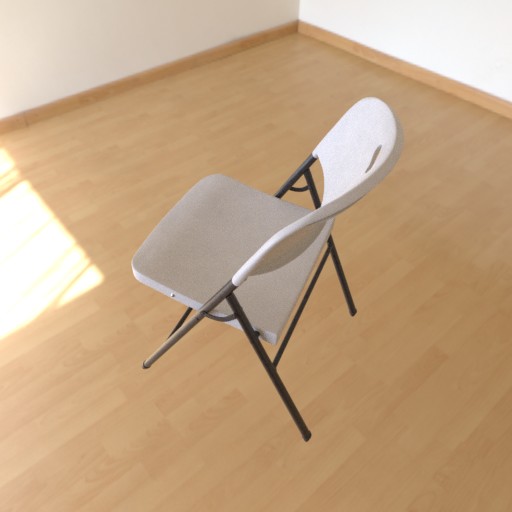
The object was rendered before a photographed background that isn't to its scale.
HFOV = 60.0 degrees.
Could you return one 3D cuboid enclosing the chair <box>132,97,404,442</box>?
[{"bbox_3d":[0.000,0.000,1.161,0.566,0.810,0.494,19,50,16],"label":"chair"}]
